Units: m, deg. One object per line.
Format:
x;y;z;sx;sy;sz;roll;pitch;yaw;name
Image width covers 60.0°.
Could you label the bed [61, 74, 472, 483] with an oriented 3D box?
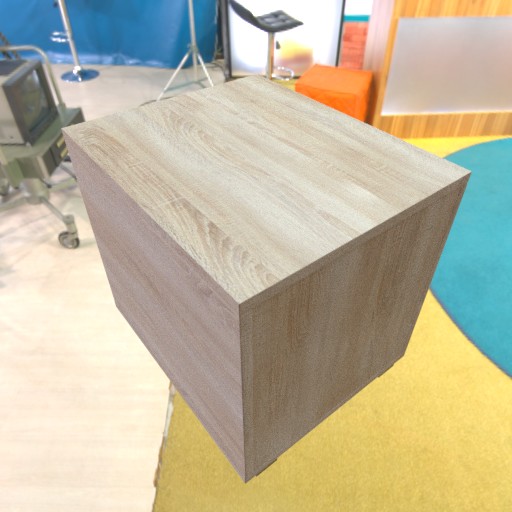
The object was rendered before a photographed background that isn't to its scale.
0.000;0.000;0.775;0.401;0.420;0.460;-27;48;-27;bed
